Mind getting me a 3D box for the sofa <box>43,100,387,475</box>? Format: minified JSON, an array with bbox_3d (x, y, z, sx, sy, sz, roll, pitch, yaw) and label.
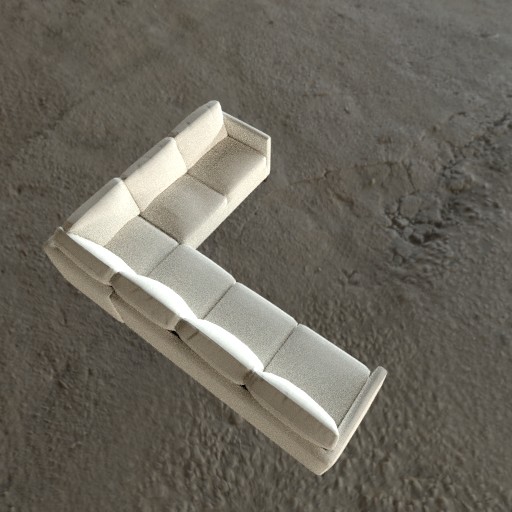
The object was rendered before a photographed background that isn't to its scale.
[{"bbox_3d":[0.000,0.000,4.497,3.302,0.947,2.593,32,63,19],"label":"sofa"}]
